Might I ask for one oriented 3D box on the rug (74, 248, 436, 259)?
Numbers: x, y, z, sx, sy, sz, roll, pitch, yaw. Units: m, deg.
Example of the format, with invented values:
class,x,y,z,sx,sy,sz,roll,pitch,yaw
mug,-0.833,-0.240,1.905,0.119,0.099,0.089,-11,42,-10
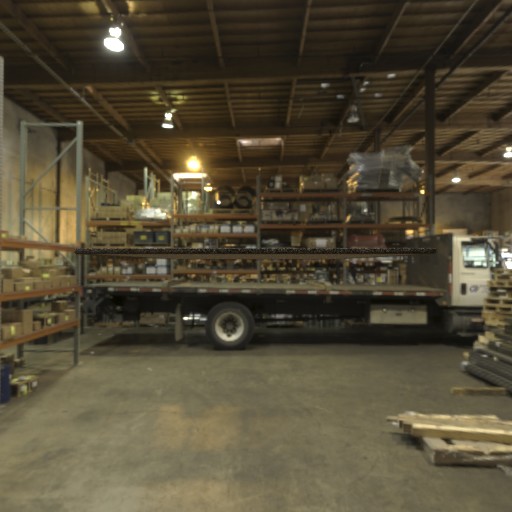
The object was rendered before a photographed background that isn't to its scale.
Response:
class,x,y,z,sx,sy,sz,roll,pitch,yaw
rug,0.000,0.000,2.994,1.502,0.025,2.350,0,-1,0
